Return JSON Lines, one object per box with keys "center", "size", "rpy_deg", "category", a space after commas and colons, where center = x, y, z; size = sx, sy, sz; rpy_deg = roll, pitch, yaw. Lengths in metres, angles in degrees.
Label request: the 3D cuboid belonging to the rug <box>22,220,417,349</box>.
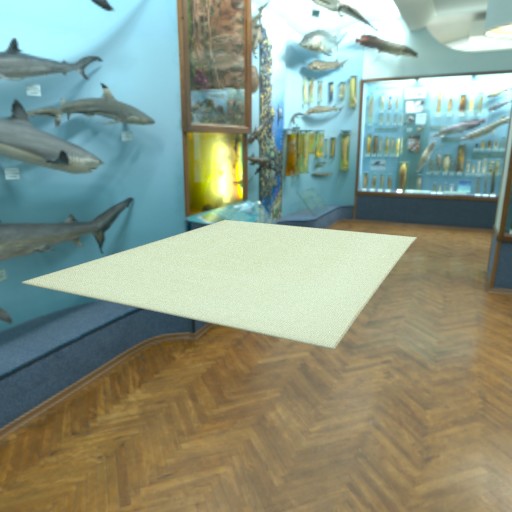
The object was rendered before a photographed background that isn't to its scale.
{"center": [0.000, 0.000, 4.127], "size": [2.462, 0.018, 3.039], "rpy_deg": [7, 16, 26], "category": "rug"}
